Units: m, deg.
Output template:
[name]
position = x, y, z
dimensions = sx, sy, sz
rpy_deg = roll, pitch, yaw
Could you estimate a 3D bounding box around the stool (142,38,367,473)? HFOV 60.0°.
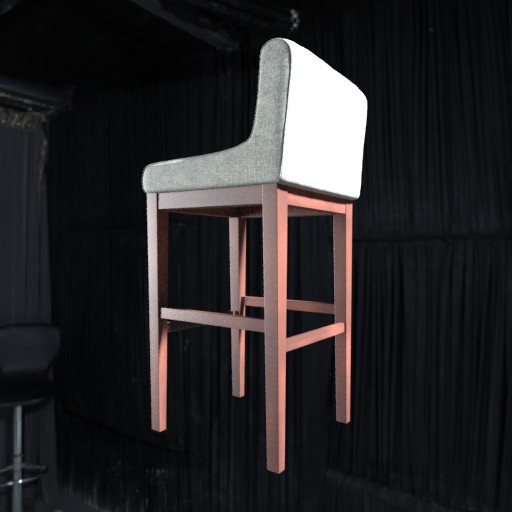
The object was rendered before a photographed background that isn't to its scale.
[stool]
position = 0.000, 0.000, 1.252
dimensions = 0.499, 0.965, 0.426
rpy_deg = 0, 1, 36
